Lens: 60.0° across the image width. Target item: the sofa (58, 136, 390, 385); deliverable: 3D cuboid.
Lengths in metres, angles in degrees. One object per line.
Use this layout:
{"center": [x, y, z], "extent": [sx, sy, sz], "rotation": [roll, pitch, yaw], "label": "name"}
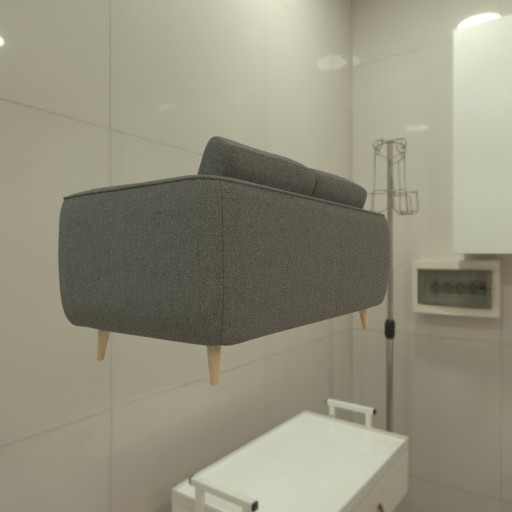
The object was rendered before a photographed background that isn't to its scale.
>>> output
{"center": [0.000, 0.000, 2.241], "extent": [0.920, 0.870, 1.700], "rotation": [0, 0, 35], "label": "sofa"}
